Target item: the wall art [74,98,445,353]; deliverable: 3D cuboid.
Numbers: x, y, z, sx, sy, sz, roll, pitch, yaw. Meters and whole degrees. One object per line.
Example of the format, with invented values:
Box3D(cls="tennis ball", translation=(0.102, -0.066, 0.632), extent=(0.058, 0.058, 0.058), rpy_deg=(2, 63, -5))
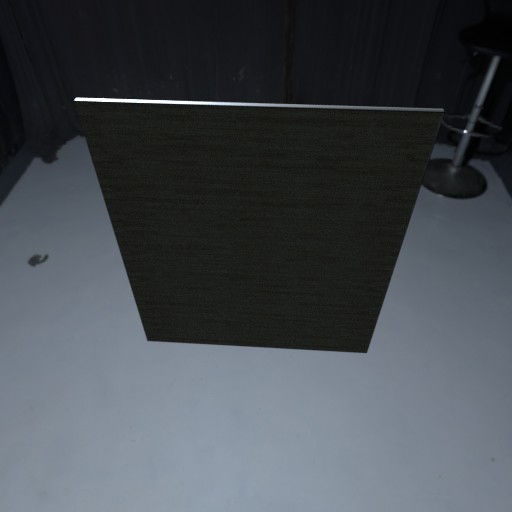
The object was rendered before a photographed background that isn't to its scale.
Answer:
Box3D(cls="wall art", translation=(0.000, 0.000, 0.775), extent=(0.483, 0.559, 0.009), rpy_deg=(3, 45, 3))
